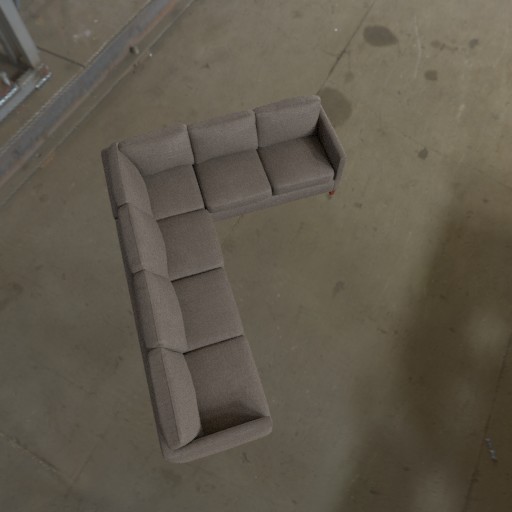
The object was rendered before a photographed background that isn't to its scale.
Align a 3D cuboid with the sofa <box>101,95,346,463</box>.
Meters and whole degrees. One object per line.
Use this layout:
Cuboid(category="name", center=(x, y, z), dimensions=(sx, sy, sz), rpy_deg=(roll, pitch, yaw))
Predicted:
Cuboid(category="sofa", center=(0.000, 0.000, 4.542), dimensions=(2.593, 0.947, 3.302), rpy_deg=(-16, 65, -8))
